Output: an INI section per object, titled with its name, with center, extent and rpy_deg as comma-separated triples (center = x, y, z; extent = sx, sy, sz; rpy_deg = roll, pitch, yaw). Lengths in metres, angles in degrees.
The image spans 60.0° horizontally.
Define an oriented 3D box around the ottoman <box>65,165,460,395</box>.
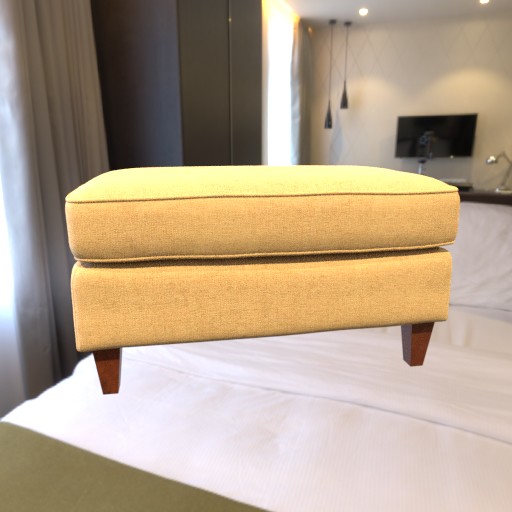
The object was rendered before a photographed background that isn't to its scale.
[ottoman]
center = 0.000, 0.000, 1.224
extent = 0.862, 0.484, 0.583
rpy_deg = -3, 15, -10
